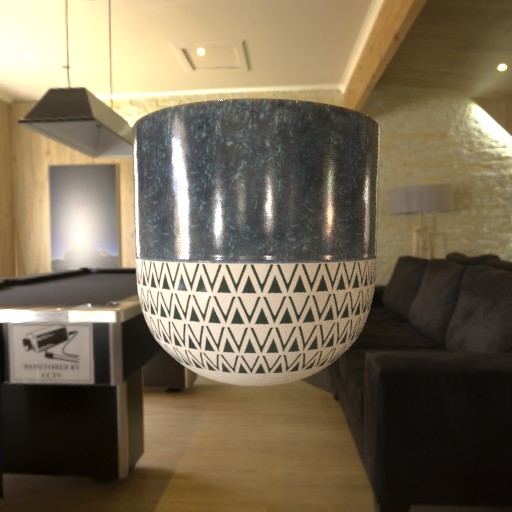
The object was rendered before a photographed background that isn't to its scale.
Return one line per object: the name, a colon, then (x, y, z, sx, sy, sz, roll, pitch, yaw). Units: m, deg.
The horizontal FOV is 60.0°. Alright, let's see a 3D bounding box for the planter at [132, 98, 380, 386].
planter: (0.000, 0.000, 0.499, 0.266, 0.270, 0.266, 0, 2, 0)
